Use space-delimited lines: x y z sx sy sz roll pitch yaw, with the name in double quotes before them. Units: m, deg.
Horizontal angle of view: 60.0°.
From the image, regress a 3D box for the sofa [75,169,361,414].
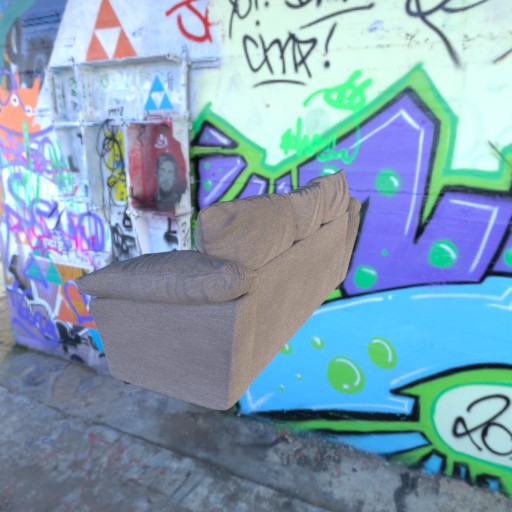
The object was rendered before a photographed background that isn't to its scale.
"sofa" 0.000 0.000 3.004 0.927 1.043 2.390 8 18 25
